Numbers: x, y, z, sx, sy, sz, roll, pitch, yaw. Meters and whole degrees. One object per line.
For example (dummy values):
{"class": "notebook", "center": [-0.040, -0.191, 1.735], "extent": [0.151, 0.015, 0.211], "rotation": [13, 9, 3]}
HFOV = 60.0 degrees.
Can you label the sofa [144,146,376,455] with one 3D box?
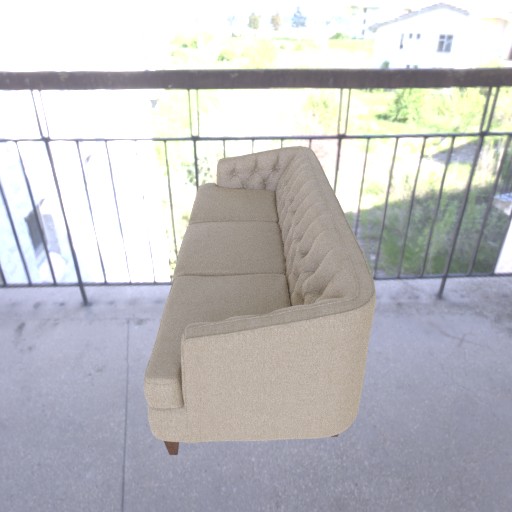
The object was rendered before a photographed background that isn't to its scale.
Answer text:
{"class": "sofa", "center": [0.000, 0.000, 2.659], "extent": [0.913, 0.788, 2.235], "rotation": [0, 29, -1]}
